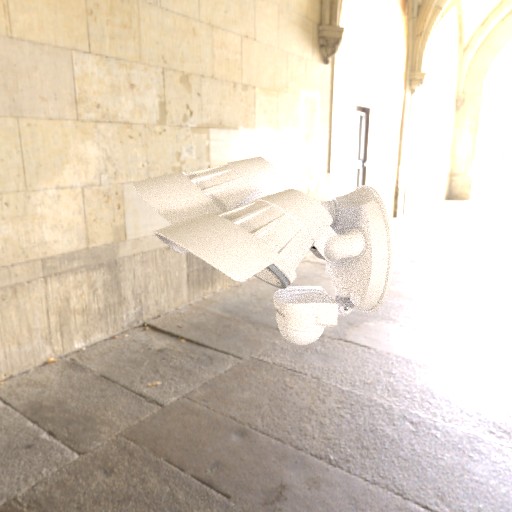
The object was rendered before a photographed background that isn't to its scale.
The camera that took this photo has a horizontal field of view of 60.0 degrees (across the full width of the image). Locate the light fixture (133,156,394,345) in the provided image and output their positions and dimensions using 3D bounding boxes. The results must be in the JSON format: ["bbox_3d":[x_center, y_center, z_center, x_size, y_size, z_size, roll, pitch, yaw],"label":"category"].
[{"bbox_3d":[0.000,0.000,0.540,0.278,0.237,0.369,-2,14,-9],"label":"light fixture"}]
